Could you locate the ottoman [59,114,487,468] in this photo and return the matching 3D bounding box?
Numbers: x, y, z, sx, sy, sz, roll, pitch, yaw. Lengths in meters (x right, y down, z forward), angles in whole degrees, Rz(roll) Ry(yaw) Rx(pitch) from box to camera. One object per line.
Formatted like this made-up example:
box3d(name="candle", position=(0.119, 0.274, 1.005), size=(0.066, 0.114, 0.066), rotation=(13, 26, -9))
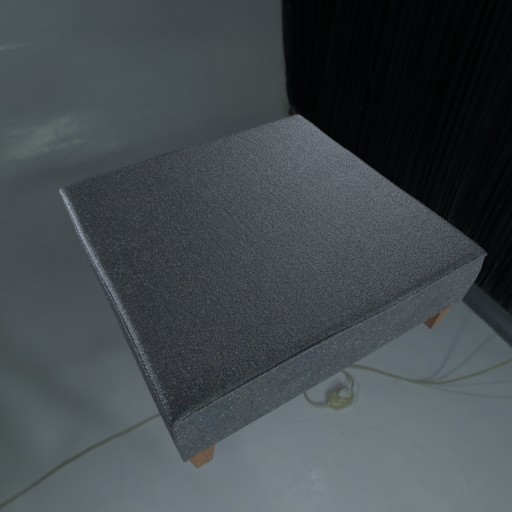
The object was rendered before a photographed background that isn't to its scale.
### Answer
box3d(name="ottoman", position=(0.000, 0.000, 1.510), size=(1.004, 0.382, 0.968), rotation=(-23, 50, -21))
